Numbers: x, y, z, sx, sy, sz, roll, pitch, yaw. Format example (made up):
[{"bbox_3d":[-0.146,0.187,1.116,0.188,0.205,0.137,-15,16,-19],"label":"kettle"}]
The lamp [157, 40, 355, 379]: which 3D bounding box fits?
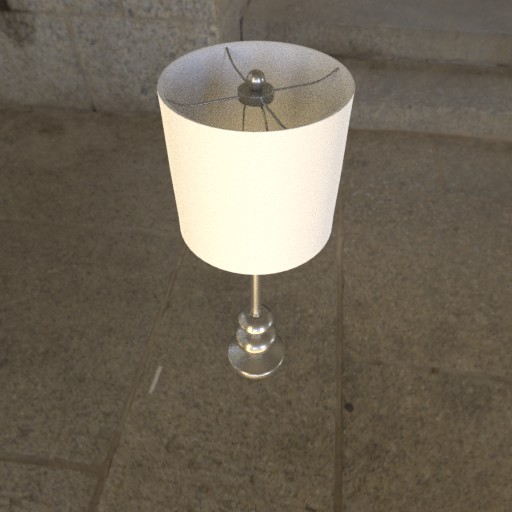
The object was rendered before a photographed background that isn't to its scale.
[{"bbox_3d":[0.000,0.000,0.815,0.254,0.690,0.254,-16,49,-14],"label":"lamp"}]
